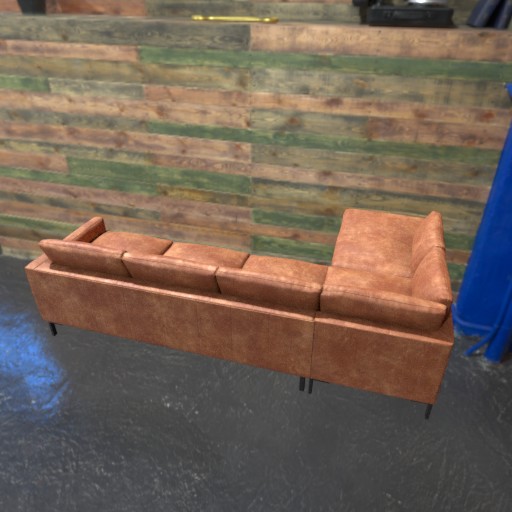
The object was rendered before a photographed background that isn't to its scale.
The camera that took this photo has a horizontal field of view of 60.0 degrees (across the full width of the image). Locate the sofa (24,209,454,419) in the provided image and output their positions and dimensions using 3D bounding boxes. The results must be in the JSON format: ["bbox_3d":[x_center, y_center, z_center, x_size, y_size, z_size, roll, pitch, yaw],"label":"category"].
[{"bbox_3d":[0.000,0.000,3.768,2.984,0.877,1.938,9,33,14],"label":"sofa"}]
